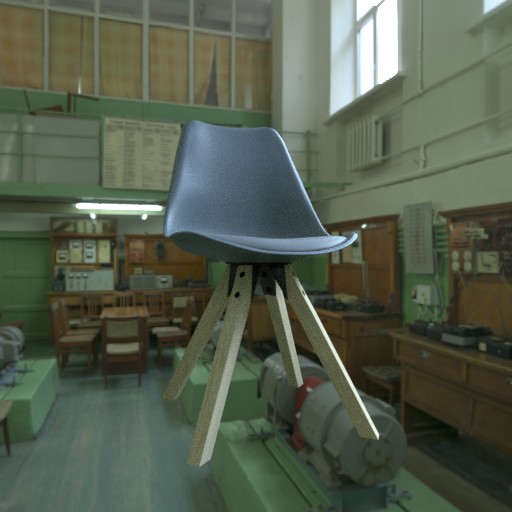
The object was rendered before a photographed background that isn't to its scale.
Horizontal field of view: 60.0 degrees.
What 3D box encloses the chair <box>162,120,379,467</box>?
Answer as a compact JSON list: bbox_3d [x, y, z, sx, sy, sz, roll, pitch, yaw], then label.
[{"bbox_3d":[0.000,0.000,1.198,0.485,0.850,0.550,0,0,-18],"label":"chair"}]
